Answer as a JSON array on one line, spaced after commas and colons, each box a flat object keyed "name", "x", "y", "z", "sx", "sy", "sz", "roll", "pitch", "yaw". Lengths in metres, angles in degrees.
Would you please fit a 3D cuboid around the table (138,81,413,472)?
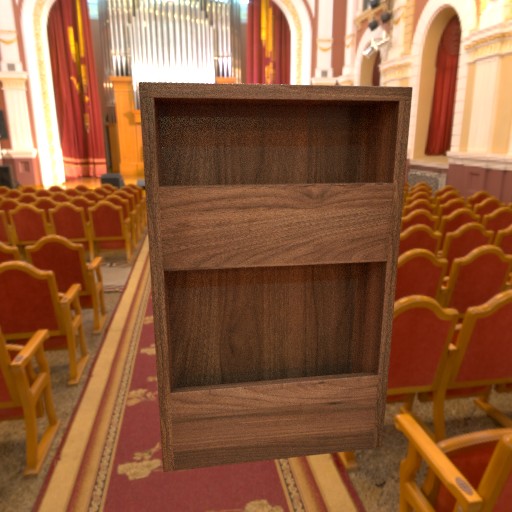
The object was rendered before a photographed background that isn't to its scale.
[{"name": "table", "x": 0.000, "y": 0.000, "z": 1.552, "sx": 0.660, "sy": 1.041, "sz": 0.786, "roll": -2, "pitch": 15, "yaw": -9}]
